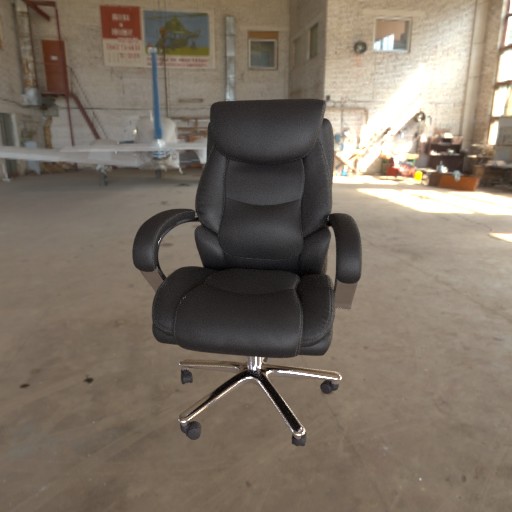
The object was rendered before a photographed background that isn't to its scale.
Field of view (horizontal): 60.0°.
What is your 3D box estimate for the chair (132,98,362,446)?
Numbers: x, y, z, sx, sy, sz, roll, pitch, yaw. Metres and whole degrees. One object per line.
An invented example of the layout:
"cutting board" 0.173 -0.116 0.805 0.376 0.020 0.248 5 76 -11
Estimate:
"chair" 0.000 0.000 1.696 0.755 1.183 0.790 3 16 10
